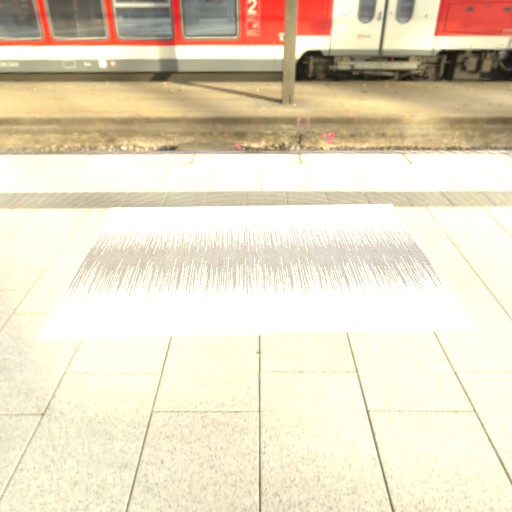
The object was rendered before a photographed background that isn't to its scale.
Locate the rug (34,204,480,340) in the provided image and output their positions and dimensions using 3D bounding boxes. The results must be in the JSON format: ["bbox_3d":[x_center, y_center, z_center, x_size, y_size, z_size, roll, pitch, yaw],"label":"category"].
[{"bbox_3d":[0.000,0.000,2.313,1.815,0.007,1.226,-1,31,-2],"label":"rug"}]
